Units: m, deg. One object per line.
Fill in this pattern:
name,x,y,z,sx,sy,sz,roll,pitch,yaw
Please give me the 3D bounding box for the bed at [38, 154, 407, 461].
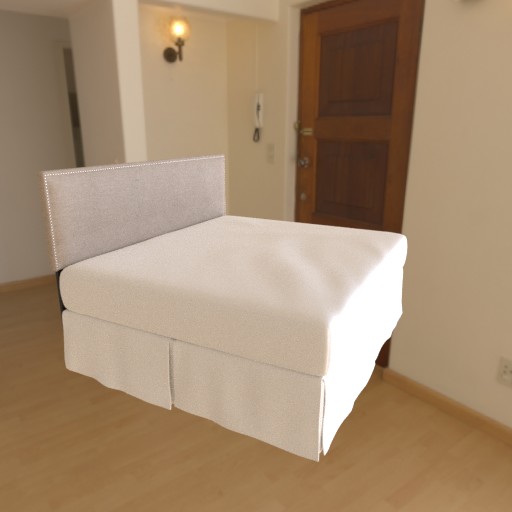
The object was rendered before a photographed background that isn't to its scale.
bed,0.000,0.000,3.331,1.914,1.346,2.170,8,18,27
